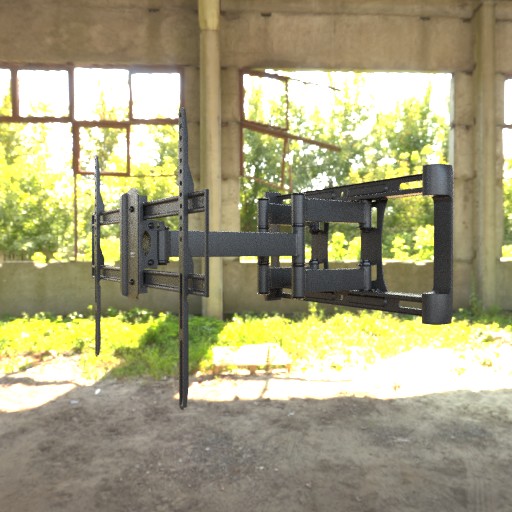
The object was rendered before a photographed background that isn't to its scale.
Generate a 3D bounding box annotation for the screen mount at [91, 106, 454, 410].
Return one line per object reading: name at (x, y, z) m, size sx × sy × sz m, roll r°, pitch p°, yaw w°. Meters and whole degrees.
screen mount at (0.000, 0.000, 0.940) m, size 0.556 × 0.424 × 0.571 m, roll -1°, pitch 1°, yaw -37°
